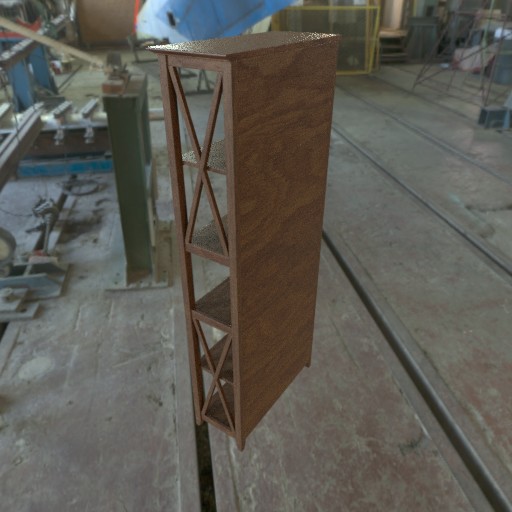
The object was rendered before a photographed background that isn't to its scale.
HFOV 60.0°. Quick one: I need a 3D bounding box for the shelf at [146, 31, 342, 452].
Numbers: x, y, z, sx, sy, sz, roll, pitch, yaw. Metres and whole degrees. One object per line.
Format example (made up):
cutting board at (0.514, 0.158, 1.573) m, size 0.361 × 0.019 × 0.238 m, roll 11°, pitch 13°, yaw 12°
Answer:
shelf at (0.000, 0.000, 2.166) m, size 0.335 × 1.905 × 0.805 m, roll 20°, pitch 36°, yaw 29°
